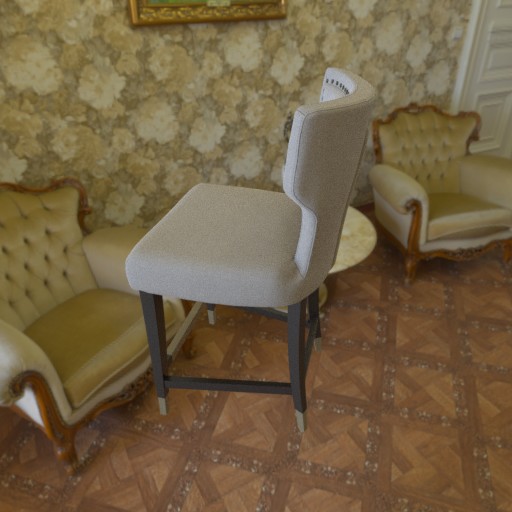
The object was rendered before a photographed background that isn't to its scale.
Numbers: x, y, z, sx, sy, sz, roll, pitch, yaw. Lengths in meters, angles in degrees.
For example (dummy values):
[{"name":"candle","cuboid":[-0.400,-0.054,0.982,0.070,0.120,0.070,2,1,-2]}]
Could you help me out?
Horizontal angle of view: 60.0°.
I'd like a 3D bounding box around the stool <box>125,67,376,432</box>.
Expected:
[{"name":"stool","cuboid":[0.000,0.000,1.311,0.563,0.982,0.527,8,32,13]}]
